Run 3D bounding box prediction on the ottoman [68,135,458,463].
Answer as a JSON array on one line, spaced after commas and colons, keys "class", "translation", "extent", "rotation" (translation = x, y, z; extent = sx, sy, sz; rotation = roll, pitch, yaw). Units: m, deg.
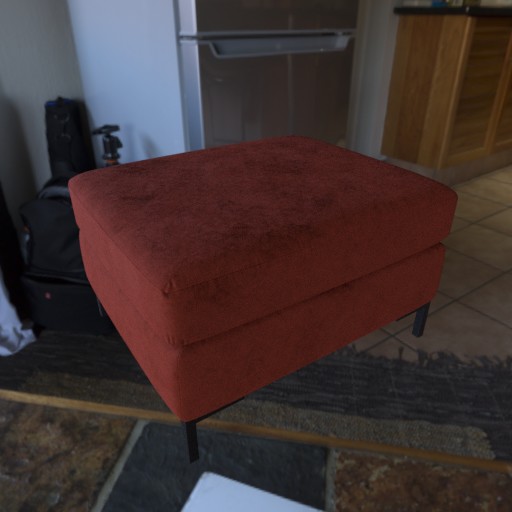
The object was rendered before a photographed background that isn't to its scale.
[{"class": "ottoman", "translation": [0.000, 0.000, 1.192], "extent": [0.782, 0.462, 0.650], "rotation": [-18, 34, -29]}]
